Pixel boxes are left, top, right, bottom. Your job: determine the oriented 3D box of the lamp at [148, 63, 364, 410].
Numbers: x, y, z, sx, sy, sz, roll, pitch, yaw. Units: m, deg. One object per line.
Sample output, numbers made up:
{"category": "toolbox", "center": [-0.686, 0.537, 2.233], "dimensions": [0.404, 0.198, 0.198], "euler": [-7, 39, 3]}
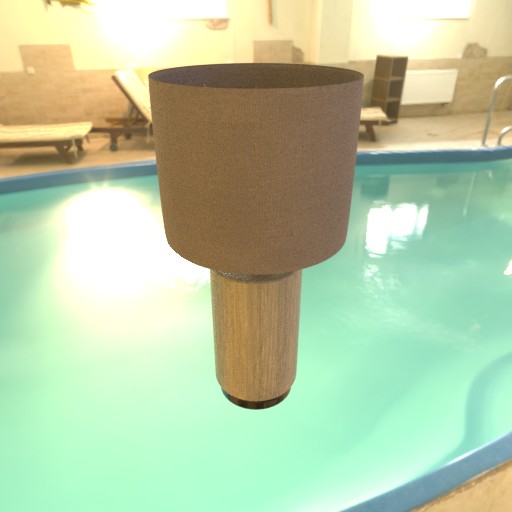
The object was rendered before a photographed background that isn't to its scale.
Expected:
{"category": "lamp", "center": [0.000, 0.000, 0.579], "dimensions": [0.228, 0.444, 0.228], "euler": [-19, 34, -31]}
